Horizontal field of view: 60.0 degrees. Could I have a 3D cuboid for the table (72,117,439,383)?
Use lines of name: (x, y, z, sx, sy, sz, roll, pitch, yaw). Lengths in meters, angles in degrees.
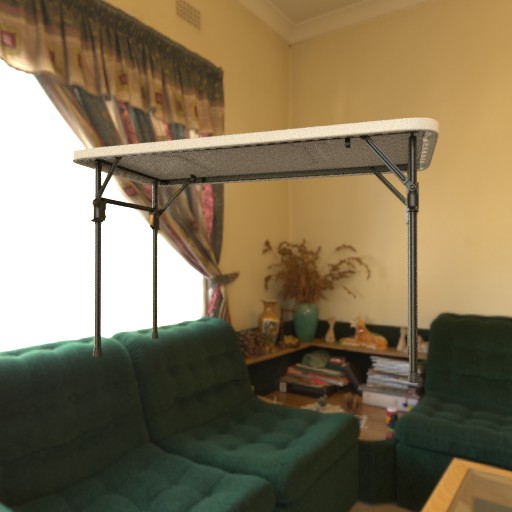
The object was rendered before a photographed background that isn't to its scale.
table: (0.000, 0.000, 1.629, 1.219, 0.729, 0.610, 0, -1, 18)
